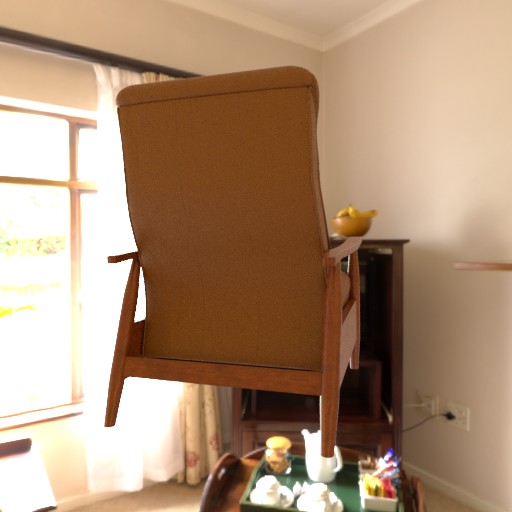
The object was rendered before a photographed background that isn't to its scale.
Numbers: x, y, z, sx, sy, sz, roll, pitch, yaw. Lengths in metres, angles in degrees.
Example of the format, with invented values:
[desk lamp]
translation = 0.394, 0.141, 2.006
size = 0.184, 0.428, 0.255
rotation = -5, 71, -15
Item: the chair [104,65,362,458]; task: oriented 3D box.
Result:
[chair]
translation = 0.000, 0.000, 1.770
size = 0.762, 1.082, 1.014
rotation = 0, 1, 17
